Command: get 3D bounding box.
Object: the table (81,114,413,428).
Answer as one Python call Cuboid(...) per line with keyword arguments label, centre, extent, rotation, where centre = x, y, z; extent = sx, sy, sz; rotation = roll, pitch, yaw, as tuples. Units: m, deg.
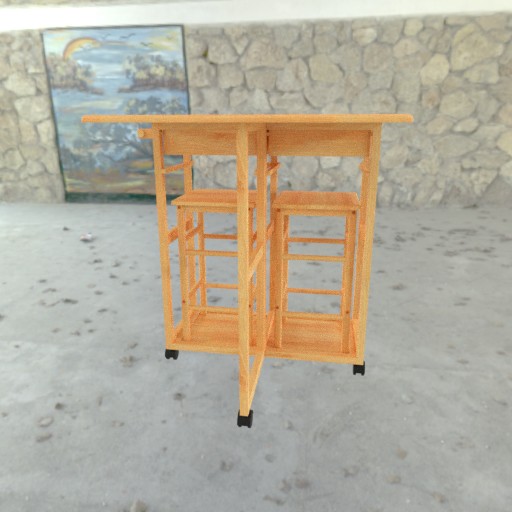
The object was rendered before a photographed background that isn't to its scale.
Cuboid(label="table", centre=(0.000, 0.000, 1.388), extent=(0.752, 0.832, 0.693), rotation=(3, 17, 9))
